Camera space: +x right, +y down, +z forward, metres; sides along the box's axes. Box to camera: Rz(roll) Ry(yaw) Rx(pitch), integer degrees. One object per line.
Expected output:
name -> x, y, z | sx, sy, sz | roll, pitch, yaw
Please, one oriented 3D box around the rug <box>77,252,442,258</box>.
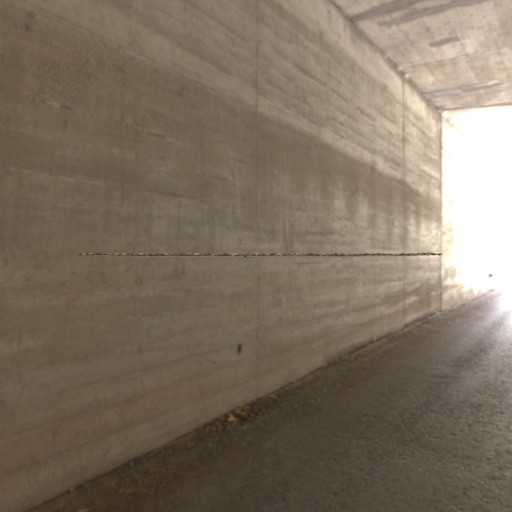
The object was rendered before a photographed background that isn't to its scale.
rug -> 0.000, 0.000, 2.377 | 1.218, 0.017, 1.861 | 0, 0, -1
